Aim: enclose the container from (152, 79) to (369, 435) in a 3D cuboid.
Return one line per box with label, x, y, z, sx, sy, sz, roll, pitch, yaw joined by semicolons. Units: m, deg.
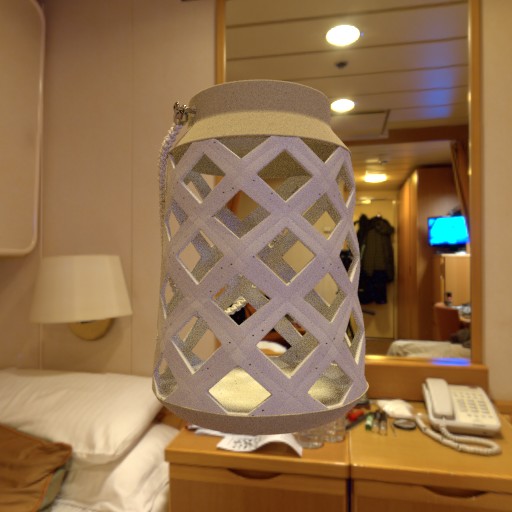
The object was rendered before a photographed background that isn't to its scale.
container;0.000;0.000;0.398;0.188;0.264;0.198;1;-1;-36
